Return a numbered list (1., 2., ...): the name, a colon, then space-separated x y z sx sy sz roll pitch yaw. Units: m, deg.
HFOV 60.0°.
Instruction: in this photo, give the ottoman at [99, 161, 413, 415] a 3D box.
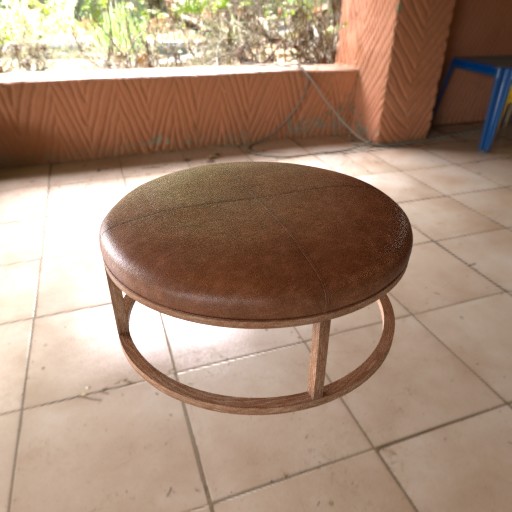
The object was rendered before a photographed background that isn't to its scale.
1. ottoman: 0.000 0.000 1.547 1.006 0.445 1.006 0 30 0
